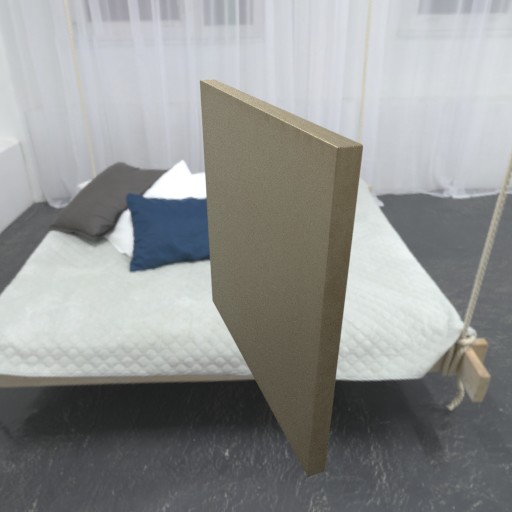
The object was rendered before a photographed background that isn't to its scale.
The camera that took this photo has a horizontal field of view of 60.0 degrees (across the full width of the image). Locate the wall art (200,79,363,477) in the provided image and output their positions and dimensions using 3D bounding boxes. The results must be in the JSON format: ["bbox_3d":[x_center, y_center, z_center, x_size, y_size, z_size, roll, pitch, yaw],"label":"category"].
[{"bbox_3d":[0.000,0.000,0.761,0.030,0.506,0.503,-11,31,-19],"label":"wall art"}]
